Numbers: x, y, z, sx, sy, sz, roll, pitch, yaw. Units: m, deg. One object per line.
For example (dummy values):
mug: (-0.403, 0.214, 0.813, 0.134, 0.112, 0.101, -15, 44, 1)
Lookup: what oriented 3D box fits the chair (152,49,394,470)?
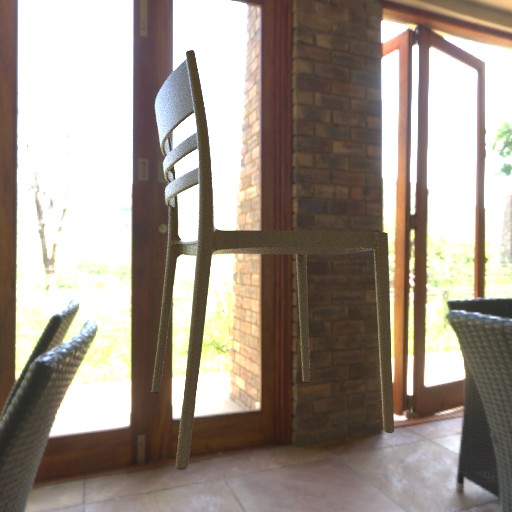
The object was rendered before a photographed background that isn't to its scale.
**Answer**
chair: (0.000, 0.000, 1.146, 0.511, 0.800, 0.531, 0, -1, -18)
